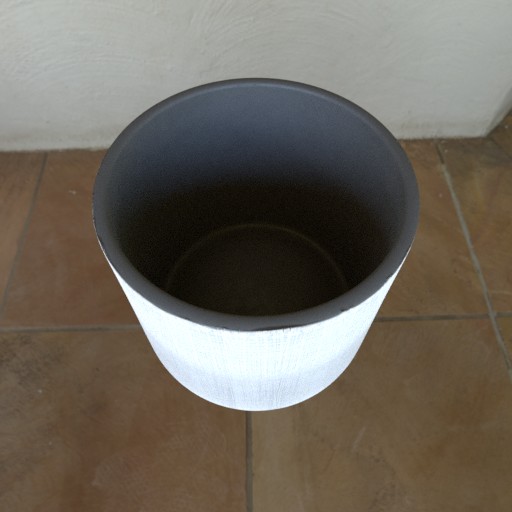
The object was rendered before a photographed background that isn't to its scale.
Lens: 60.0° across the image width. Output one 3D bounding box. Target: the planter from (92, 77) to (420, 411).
[{"bbox_3d":[0.000,0.000,0.388,0.226,0.201,0.226,0,58,0],"label":"planter"}]
